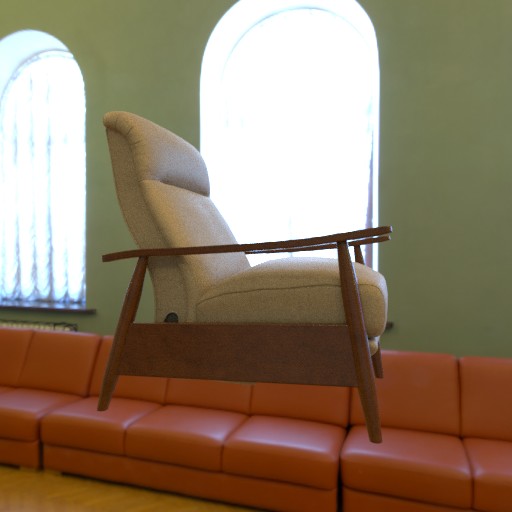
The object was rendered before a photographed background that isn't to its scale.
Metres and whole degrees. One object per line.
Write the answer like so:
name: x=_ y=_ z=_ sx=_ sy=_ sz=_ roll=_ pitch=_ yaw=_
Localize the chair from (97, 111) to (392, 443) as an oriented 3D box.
chair: x=0.000 y=0.000 z=1.767 sx=1.030 sy=1.082 sz=0.762 roll=0 pitch=0 yaw=16
